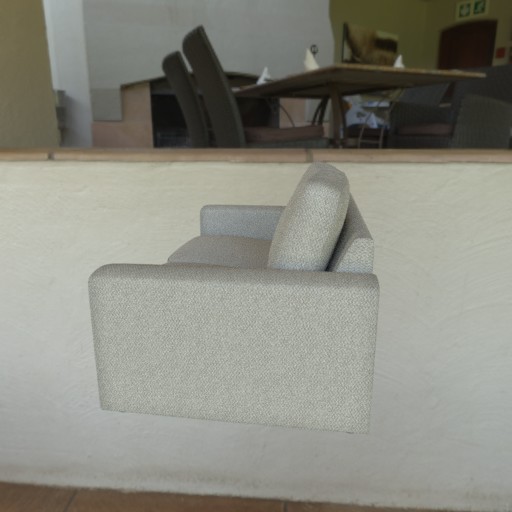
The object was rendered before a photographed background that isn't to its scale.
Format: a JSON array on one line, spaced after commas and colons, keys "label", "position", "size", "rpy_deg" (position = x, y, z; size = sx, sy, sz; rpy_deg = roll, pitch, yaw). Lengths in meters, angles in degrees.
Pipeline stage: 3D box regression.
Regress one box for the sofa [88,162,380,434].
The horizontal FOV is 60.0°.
[{"label": "sofa", "position": [0.000, 0.000, 2.238], "size": [1.016, 0.873, 1.616], "rpy_deg": [2, 15, 8]}]
